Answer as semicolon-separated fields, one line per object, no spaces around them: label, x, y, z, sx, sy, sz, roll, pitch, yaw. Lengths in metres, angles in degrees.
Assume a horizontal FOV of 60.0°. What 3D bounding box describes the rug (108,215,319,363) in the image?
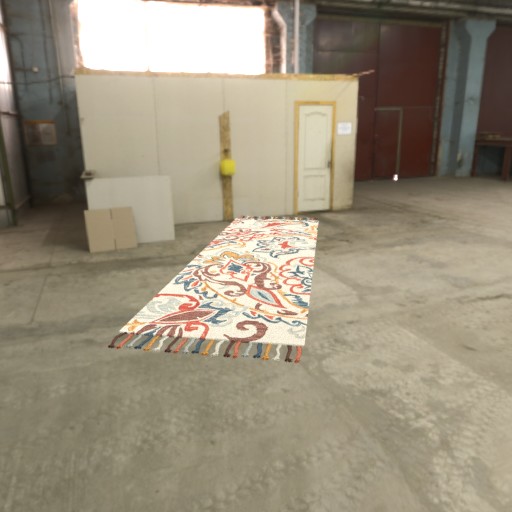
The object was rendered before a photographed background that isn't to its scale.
rug;0.000;0.000;2.922;0.763;0.015;2.682;3;16;9
